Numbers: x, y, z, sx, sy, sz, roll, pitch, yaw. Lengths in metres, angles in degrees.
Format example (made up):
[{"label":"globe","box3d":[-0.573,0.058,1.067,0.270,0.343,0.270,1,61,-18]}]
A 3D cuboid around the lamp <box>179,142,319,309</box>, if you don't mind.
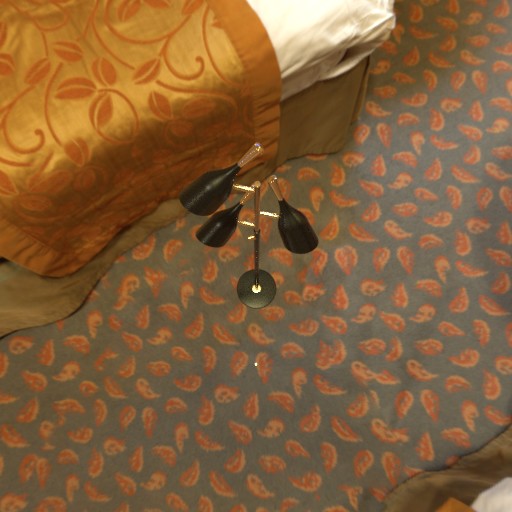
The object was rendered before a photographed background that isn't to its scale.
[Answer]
[{"label":"lamp","box3d":[0.000,0.000,1.971,0.434,1.778,0.253,12,77,3]}]
